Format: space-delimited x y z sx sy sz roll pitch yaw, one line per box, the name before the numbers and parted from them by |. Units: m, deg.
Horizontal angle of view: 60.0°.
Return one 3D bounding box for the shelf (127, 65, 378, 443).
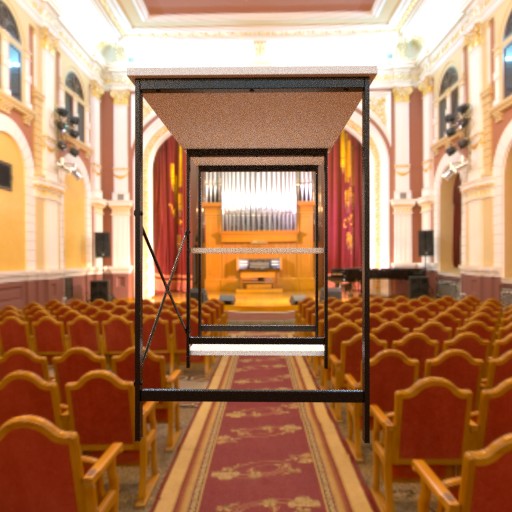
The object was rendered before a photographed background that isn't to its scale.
shelf | 0.000 0.000 1.329 0.498 0.750 0.902 0 0 1
